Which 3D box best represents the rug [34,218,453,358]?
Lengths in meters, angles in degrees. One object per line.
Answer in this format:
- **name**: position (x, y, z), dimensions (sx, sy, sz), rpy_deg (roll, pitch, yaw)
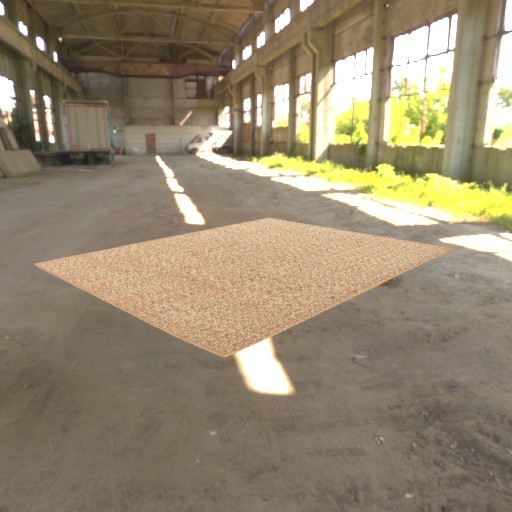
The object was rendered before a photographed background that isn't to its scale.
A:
- **rug**: position (0.000, 0.000, 4.050), dimensions (2.439, 0.013, 3.048), rpy_deg (14, 21, 42)
